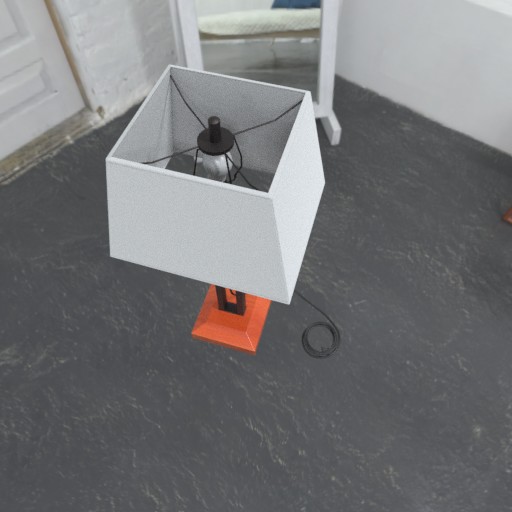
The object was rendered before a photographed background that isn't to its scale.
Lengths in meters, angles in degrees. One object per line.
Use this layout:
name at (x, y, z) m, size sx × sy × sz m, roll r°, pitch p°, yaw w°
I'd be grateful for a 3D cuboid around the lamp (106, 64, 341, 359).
lamp at (0.000, 0.000, 0.994) m, size 0.498 × 0.737 × 0.310 m, roll 15°, pitch 59°, yaw 9°
